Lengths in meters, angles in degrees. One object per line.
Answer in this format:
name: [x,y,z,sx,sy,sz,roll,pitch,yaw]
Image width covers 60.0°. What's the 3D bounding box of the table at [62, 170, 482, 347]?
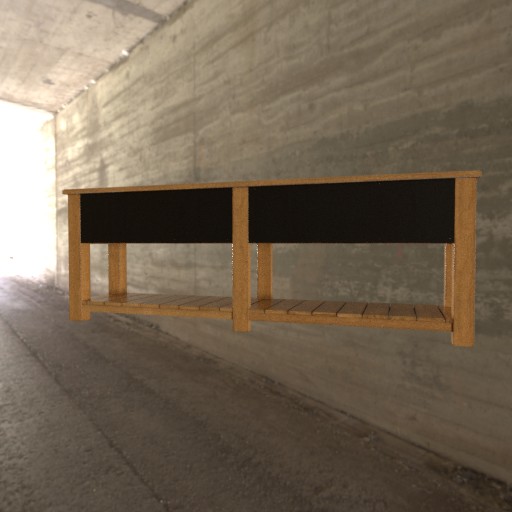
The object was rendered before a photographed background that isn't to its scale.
table: [0.000,0.000,2.057,1.815,0.635,0.425,1,2,18]
